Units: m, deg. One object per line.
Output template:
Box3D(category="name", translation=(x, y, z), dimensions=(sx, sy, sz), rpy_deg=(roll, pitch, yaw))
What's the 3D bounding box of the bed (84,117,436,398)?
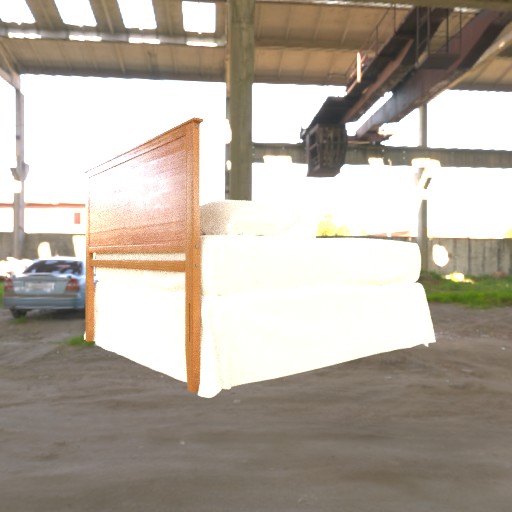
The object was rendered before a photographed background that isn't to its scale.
Box3D(category="bed", translation=(0.000, 0.000, 3.284), dimensions=(2.035, 1.273, 1.870), rpy_deg=(0, 0, -38))
